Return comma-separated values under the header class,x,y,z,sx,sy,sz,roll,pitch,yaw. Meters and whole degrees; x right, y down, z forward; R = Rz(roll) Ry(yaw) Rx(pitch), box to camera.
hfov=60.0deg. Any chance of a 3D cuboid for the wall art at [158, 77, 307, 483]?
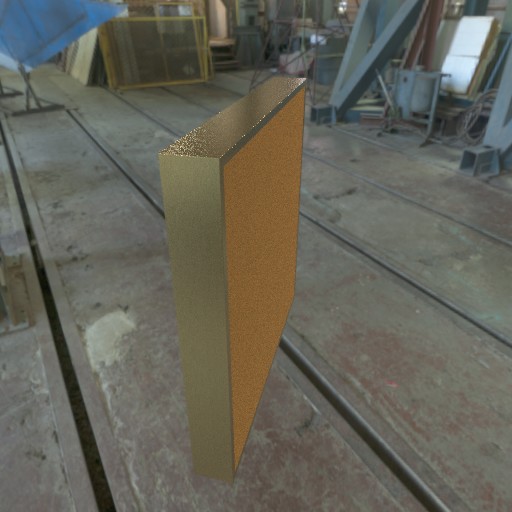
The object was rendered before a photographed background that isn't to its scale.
class,x,y,z,sx,sy,sz,roll,pitch,yaw
wall art,0.000,0.000,0.460,0.038,0.304,0.304,8,31,13
